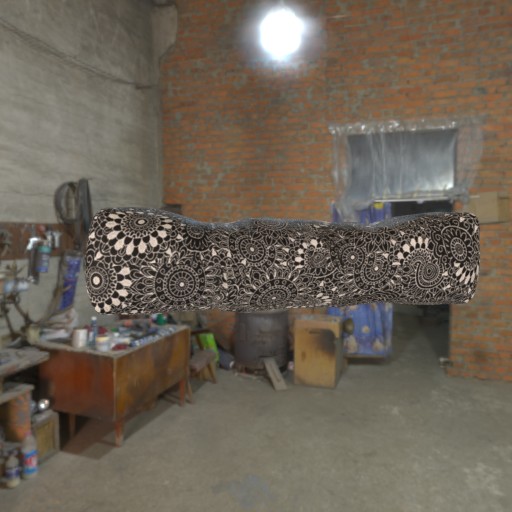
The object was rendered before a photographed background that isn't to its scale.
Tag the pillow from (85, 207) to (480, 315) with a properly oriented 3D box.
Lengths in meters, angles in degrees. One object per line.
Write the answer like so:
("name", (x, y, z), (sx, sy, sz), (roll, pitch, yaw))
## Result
("pillow", (0.000, 0.000, 0.709), (0.490, 0.128, 0.468), (-1, 2, -17))
